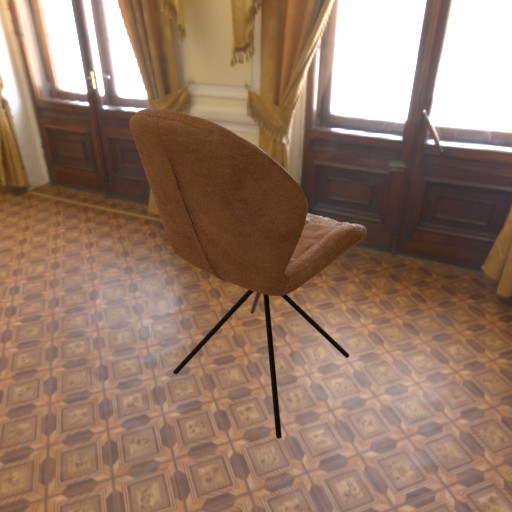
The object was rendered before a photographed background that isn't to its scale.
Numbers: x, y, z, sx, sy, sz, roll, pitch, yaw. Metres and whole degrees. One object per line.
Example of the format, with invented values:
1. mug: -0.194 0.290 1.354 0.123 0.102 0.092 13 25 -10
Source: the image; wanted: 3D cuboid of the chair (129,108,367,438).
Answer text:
1. chair: 0.000 0.000 1.314 0.527 0.929 0.640 21 35 32
